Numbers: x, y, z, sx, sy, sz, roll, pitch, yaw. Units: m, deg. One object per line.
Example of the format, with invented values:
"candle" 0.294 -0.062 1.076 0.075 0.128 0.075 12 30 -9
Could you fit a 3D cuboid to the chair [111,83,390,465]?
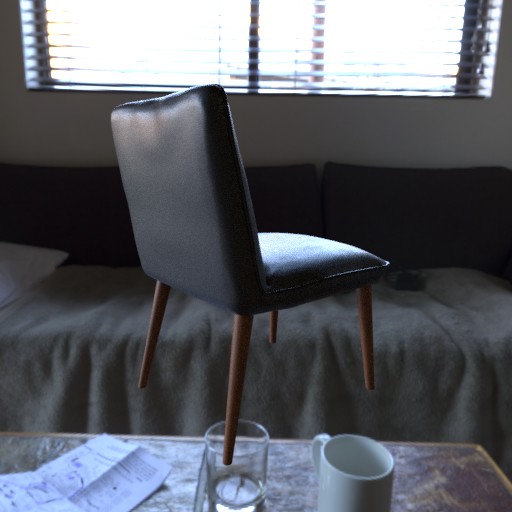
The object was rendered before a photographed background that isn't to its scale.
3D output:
"chair" 0.000 0.000 1.234 0.645 0.801 0.543 -11 16 -42
